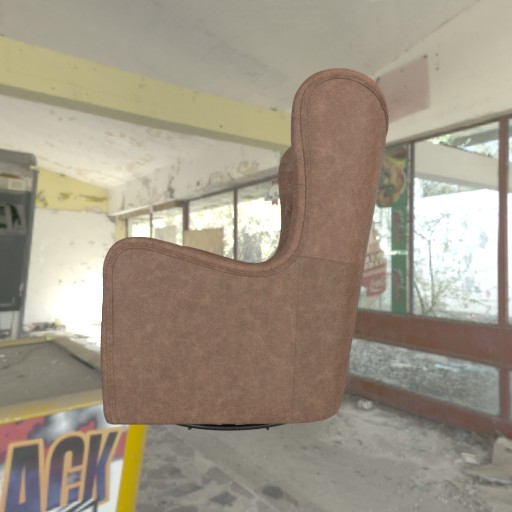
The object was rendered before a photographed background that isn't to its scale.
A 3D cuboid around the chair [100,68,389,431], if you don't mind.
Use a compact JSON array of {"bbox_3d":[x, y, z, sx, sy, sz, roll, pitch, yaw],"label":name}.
[{"bbox_3d":[0.000,0.000,1.669,0.930,1.079,0.831,0,-1,0],"label":"chair"}]
